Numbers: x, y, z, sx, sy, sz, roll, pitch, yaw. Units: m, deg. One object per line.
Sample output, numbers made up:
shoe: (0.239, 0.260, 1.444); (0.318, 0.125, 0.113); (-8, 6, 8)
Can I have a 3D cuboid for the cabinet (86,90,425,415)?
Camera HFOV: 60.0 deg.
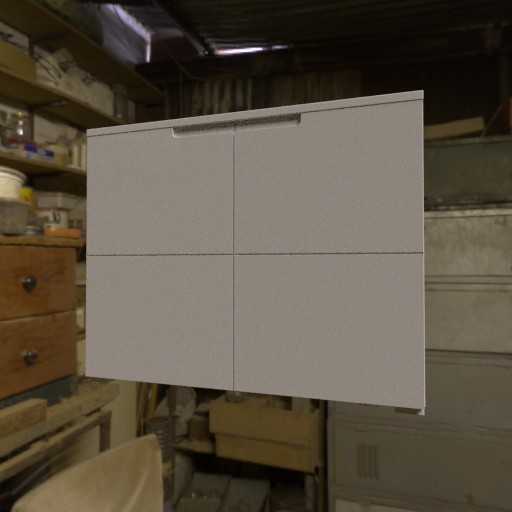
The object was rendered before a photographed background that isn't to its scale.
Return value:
cabinet: (0.000, 0.000, 1.428); (1.000, 0.800, 0.400); (0, -1, 19)
